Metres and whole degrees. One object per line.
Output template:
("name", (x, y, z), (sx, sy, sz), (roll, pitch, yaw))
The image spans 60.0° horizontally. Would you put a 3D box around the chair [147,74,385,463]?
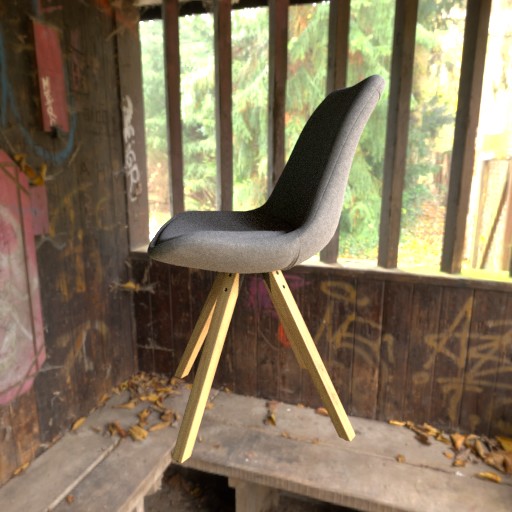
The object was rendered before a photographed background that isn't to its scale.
("chair", (0.000, 0.000, 1.160), (0.550, 0.865, 0.483), (-2, 13, -9))
